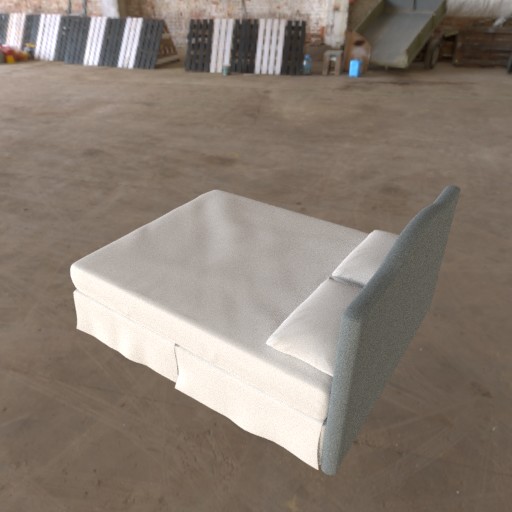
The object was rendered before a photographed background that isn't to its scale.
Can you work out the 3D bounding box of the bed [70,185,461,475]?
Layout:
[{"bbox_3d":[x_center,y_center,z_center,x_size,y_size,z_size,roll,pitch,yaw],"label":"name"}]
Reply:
[{"bbox_3d":[0.000,0.000,3.897,2.689,1.457,2.161,20,37,29],"label":"bed"}]
